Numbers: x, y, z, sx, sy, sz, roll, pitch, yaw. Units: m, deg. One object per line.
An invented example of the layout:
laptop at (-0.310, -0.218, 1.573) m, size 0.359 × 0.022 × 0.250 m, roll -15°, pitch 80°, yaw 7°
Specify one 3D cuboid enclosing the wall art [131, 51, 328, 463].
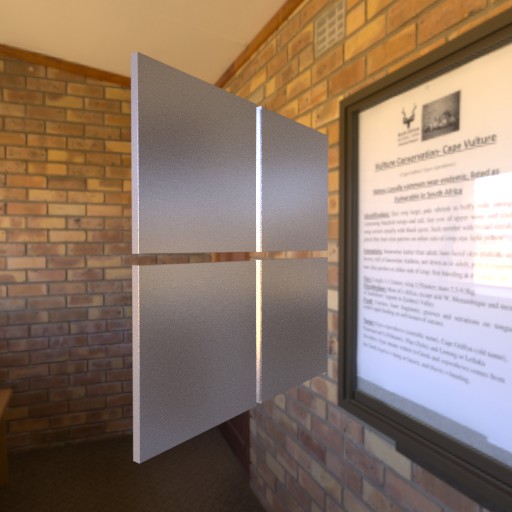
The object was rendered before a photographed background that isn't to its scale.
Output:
wall art at (0.000, 0.000, 1.663) m, size 0.029 × 1.118 × 1.118 m, roll 1°, pitch 2°, yaw 36°
